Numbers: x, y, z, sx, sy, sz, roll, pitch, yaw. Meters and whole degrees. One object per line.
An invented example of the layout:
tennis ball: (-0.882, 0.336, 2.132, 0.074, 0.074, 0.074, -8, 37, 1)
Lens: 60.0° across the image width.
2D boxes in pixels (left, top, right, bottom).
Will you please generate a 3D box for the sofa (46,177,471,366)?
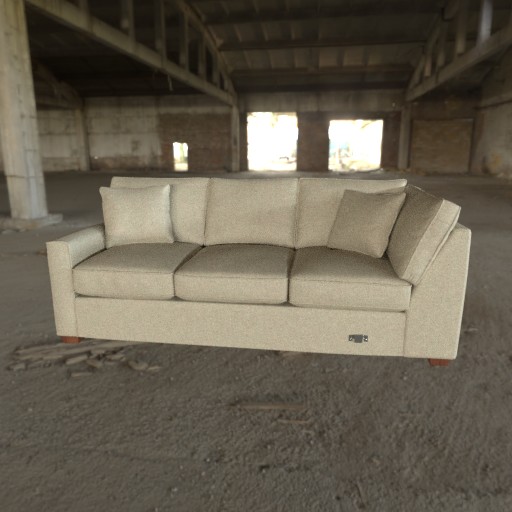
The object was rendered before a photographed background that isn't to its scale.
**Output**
sofa: (0.000, 0.000, 2.867, 2.317, 0.962, 1.061, 2, 14, 8)
